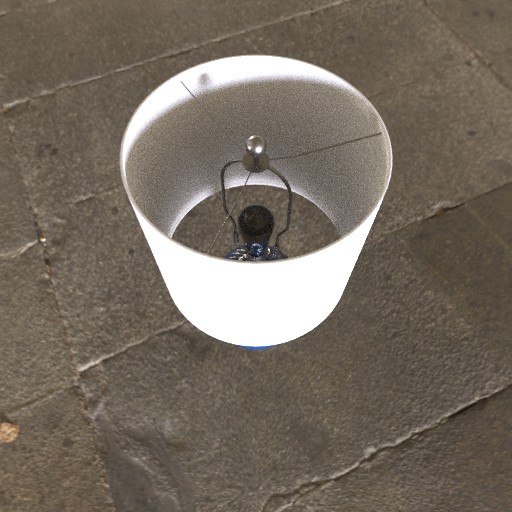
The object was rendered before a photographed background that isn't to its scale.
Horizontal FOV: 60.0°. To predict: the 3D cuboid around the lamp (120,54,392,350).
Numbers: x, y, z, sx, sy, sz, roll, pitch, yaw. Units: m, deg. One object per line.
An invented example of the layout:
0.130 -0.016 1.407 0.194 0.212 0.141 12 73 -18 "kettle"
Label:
0.000 0.000 0.491 0.203 0.368 0.203 18 63 9 "lamp"
